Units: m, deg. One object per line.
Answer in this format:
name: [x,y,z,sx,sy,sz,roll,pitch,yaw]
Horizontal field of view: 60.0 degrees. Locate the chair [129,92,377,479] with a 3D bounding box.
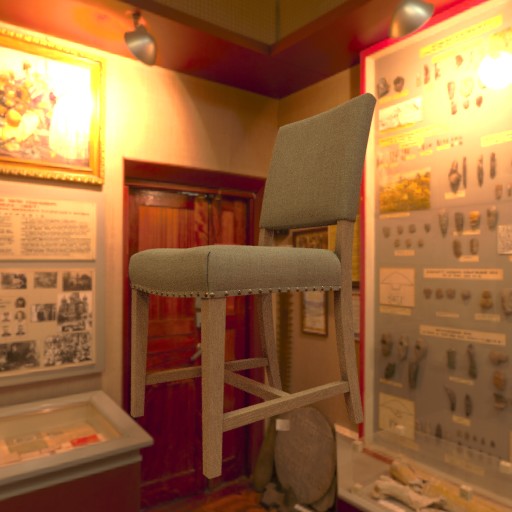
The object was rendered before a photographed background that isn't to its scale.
chair: [0.000,0.000,1.350,0.622,0.986,0.508,1,-1,-35]
